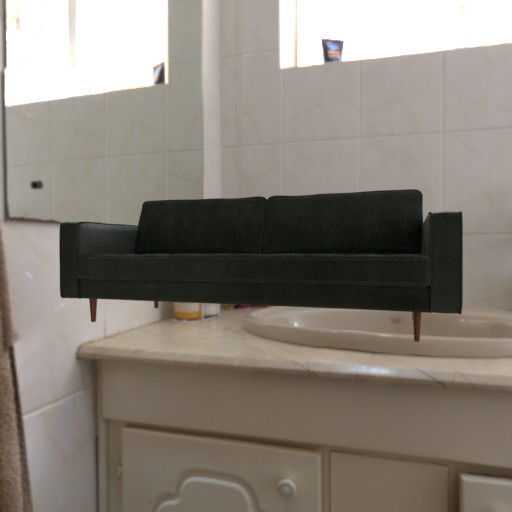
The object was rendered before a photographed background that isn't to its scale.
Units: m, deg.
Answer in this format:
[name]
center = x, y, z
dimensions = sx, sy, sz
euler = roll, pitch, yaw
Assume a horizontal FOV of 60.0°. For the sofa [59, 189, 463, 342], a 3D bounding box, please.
[sofa]
center = 0.000, 0.000, 2.661
dimensions = 2.214, 0.781, 0.886
euler = 0, 0, 19
